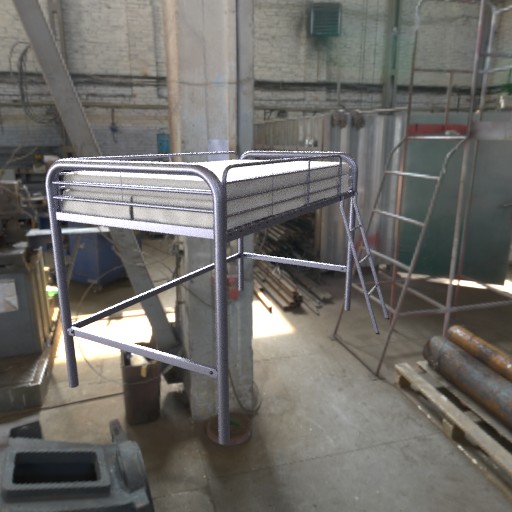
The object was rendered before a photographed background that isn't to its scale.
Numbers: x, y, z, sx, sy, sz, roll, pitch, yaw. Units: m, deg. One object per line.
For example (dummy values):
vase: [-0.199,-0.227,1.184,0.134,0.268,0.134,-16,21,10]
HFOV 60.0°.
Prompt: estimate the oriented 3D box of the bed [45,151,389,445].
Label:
bed: [0.000,0.000,2.908,1.415,1.288,1.965,8,17,28]
